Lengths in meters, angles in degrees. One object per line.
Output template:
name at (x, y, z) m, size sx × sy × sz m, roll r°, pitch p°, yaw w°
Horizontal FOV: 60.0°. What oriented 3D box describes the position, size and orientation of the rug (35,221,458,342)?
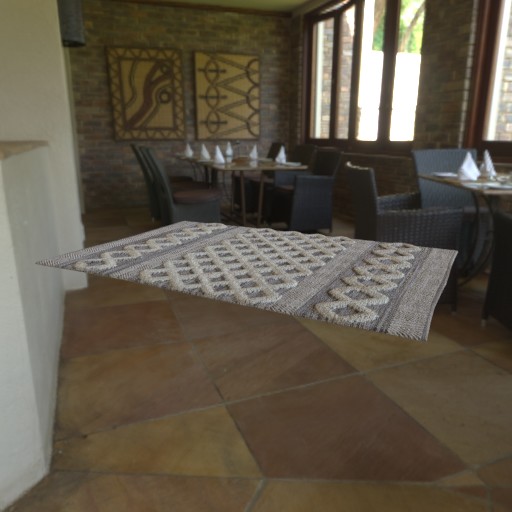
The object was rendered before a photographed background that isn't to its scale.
rug at (0.000, 0.000, 2.283) m, size 1.823 × 0.030 × 1.222 m, roll 8°, pitch 17°, yaw 27°
